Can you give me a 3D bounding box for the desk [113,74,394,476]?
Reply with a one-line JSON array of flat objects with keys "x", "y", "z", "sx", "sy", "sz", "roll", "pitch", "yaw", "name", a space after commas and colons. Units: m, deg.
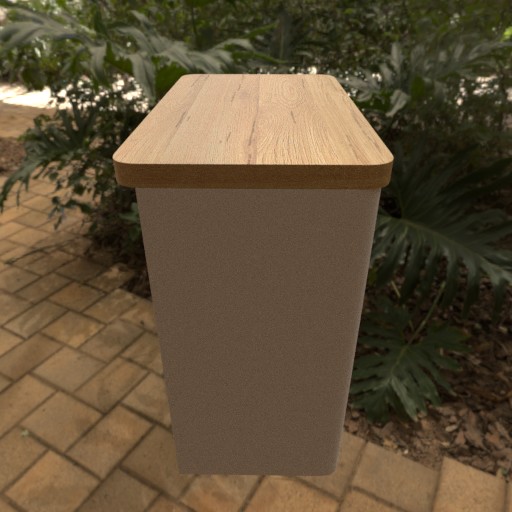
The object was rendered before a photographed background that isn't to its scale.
[{"x": 0.000, "y": 0.000, "z": 1.191, "sx": 0.440, "sy": 0.790, "sz": 0.760, "roll": 0, "pitch": 32, "yaw": 1, "name": "desk"}]
